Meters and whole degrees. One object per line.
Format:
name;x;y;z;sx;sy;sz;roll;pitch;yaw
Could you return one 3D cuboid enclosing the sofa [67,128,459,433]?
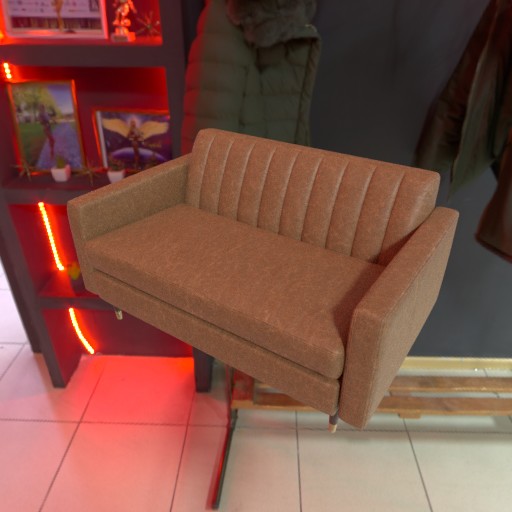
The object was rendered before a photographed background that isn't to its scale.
sofa;0.000;0.000;2.094;1.549;0.820;0.960;19;36;29
